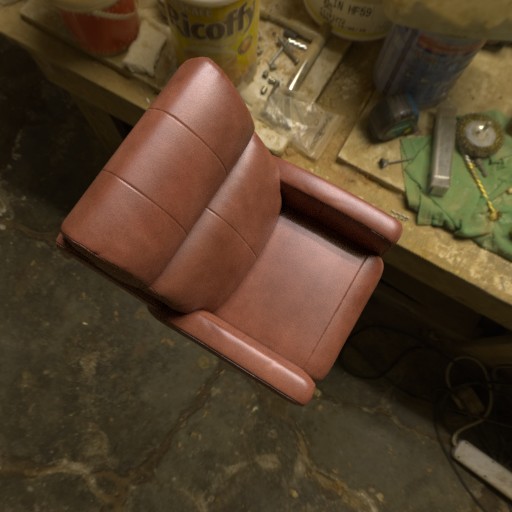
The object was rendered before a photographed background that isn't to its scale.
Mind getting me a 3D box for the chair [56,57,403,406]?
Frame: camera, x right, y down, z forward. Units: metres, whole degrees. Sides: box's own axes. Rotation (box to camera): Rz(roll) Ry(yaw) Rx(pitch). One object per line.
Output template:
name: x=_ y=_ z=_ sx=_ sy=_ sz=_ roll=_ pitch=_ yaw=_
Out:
chair: x=0.000 y=0.000 z=1.674 sx=0.939 sy=1.016 sz=0.787 roll=31 pitch=78 yaw=7
